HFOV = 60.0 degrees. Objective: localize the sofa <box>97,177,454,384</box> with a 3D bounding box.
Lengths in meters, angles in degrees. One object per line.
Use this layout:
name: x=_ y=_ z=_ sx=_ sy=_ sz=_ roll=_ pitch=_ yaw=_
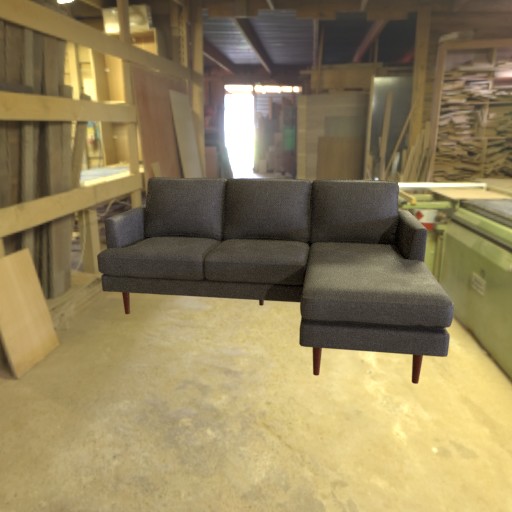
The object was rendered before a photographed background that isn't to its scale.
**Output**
sofa: x=0.000 y=0.000 z=3.047 sx=2.233 sy=0.956 sz=1.504 roll=2 pitch=15 yaw=9
